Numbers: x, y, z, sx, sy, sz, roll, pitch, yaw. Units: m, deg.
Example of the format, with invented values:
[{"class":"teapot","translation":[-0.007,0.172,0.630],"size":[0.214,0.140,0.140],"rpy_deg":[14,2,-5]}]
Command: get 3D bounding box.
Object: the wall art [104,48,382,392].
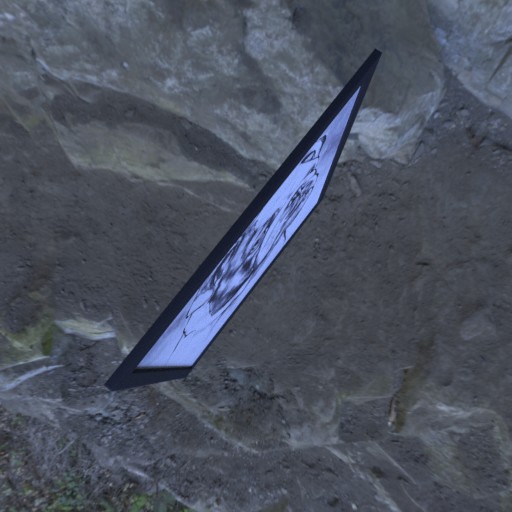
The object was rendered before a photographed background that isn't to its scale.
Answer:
[{"class":"wall art","translation":[0.000,0.000,0.829],"size":[0.012,0.558,0.562],"rpy_deg":[36,79,8]}]
